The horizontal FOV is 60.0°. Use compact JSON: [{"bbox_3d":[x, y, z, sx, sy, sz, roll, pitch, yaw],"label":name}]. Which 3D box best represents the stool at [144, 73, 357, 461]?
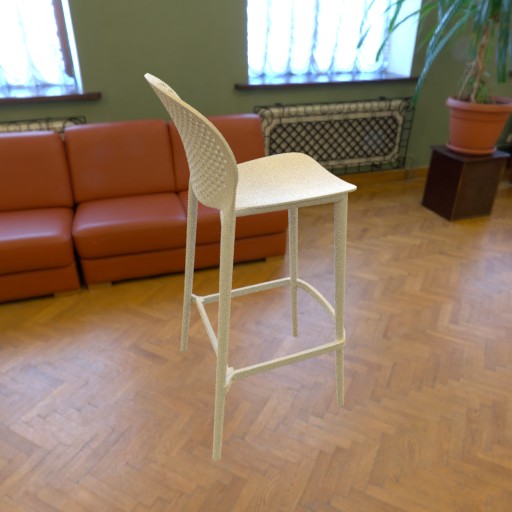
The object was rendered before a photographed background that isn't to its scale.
[{"bbox_3d":[0.000,0.000,1.353,0.535,1.045,0.536,-10,30,-17],"label":"stool"}]
